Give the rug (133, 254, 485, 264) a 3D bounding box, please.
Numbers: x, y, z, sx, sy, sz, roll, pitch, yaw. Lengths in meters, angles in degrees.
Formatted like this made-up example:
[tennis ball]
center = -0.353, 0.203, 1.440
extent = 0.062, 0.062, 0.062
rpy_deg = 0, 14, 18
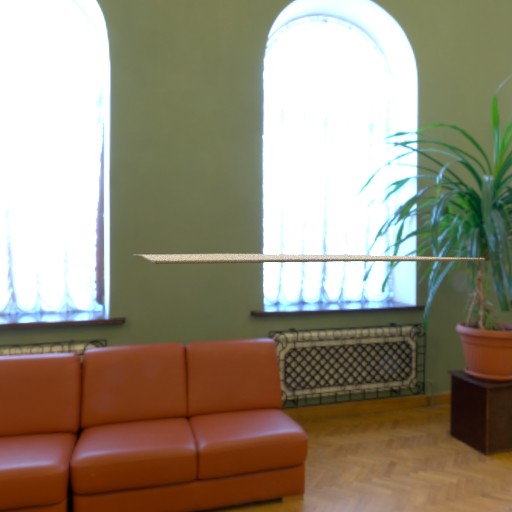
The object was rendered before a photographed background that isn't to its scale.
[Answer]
[rug]
center = 0.000, 0.000, 2.272
extent = 1.162, 0.022, 1.804
rpy_deg = 0, 1, -17
